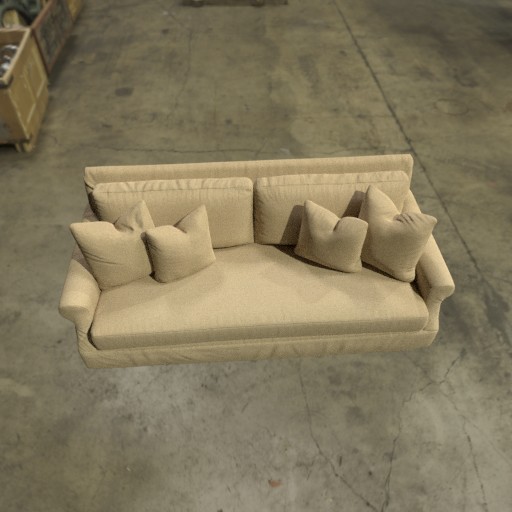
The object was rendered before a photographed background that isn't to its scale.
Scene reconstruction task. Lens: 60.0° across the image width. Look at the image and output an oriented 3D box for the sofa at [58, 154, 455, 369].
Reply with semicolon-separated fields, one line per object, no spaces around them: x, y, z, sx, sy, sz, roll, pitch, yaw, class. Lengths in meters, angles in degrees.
0.000;0.000;2.836;2.285;0.904;1.067;-3;47;-3;sofa
